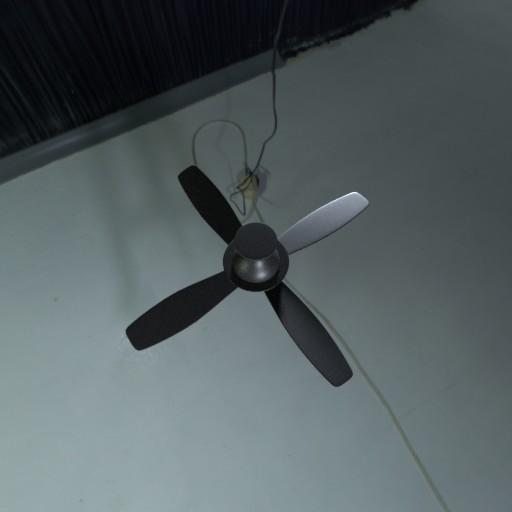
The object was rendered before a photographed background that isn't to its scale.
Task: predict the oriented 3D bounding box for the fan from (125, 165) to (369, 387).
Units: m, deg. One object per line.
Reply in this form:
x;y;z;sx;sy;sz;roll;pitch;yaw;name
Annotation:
0.000;0.000;2.576;1.694;0.382;1.694;-31;68;-14;fan
